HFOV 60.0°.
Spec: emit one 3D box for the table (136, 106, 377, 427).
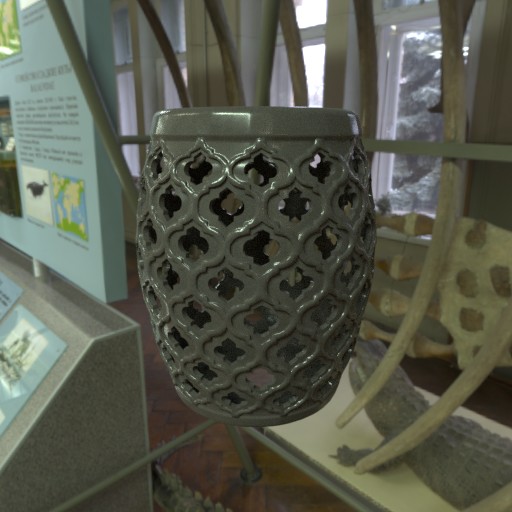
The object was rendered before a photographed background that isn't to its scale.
[{"bbox_3d":[0.000,0.000,0.626,0.325,0.388,0.325,0,16,0],"label":"table"}]
